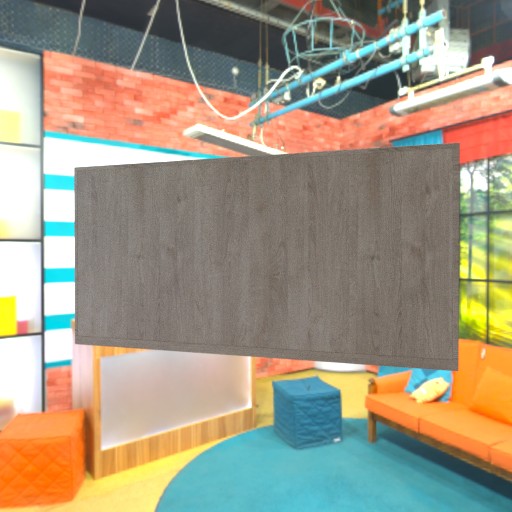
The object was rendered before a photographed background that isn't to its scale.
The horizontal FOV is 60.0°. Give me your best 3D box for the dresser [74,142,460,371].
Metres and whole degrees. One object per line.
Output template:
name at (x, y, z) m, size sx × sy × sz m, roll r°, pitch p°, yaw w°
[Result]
dresser at (0.000, 0.000, 1.947) m, size 1.590 × 0.795 × 0.390 m, roll 0°, pitch 1°, yaw 16°
